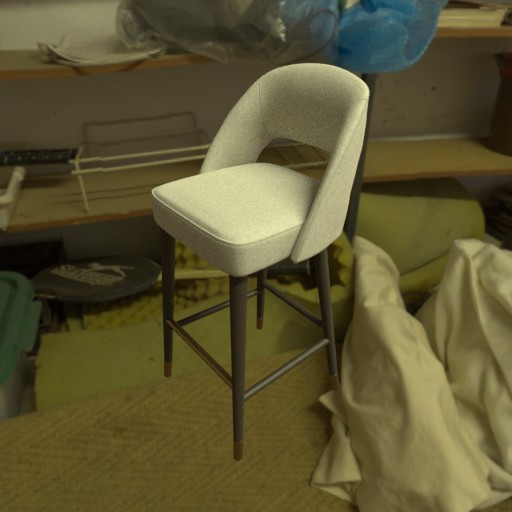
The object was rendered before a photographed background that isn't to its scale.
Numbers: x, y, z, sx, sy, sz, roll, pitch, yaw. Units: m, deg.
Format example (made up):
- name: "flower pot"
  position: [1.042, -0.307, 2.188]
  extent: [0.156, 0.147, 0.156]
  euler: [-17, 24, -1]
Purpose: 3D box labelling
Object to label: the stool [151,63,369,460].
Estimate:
- name: "stool"
  position: [0.000, 0.000, 1.345]
  extent: [0.509, 1.037, 0.494]
  euler: [-22, 37, -32]
